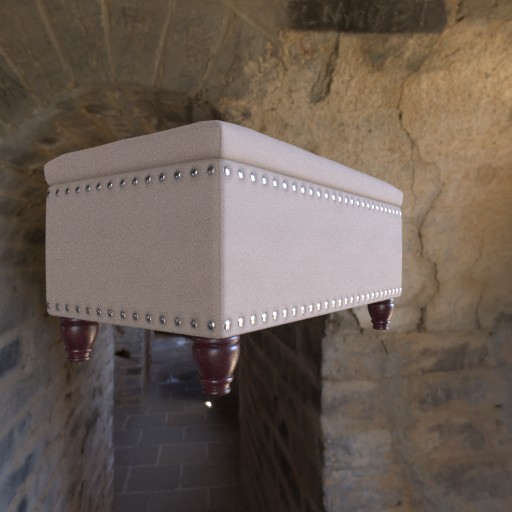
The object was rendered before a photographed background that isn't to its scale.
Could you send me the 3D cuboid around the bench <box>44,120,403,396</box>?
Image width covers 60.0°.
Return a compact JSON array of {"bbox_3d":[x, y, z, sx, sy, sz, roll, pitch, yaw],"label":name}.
[{"bbox_3d":[0.000,0.000,1.166,0.500,0.449,0.887,0,0,36],"label":"bench"}]
